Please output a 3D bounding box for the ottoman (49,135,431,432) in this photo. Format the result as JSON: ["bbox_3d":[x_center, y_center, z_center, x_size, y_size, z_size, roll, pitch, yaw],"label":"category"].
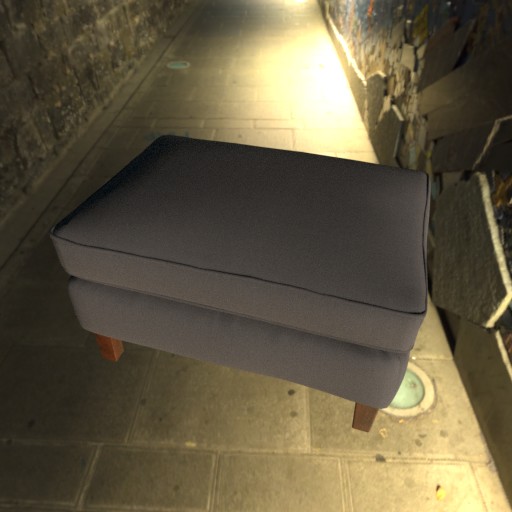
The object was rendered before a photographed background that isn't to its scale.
[{"bbox_3d":[0.000,0.000,0.987,0.686,0.406,0.508,11,41,14],"label":"ottoman"}]
